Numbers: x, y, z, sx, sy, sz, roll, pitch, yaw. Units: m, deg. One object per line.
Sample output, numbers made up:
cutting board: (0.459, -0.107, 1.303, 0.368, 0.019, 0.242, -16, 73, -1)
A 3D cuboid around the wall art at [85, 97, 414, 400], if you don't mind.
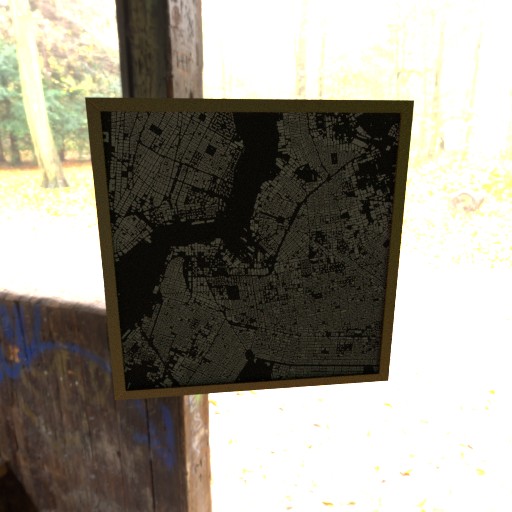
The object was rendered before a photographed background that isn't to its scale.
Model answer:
wall art: (0.000, 0.000, 2.885, 1.926, 1.926, 0.099, -2, 16, -7)
